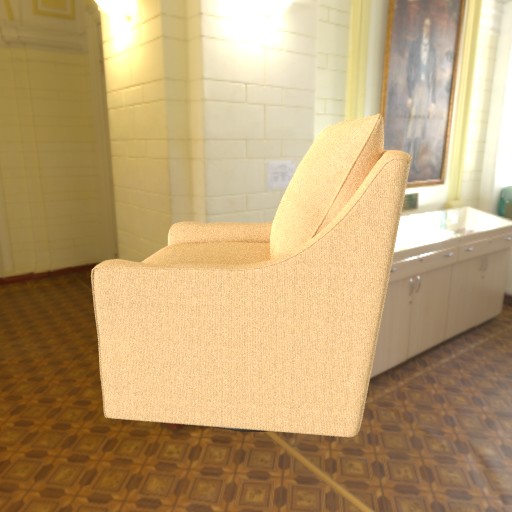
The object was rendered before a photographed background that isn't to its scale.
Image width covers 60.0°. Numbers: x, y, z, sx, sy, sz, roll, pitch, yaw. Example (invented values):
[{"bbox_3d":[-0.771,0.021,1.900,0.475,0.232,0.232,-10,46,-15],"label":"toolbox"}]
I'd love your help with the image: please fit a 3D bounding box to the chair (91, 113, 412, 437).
[{"bbox_3d":[0.000,0.000,1.569,0.876,0.927,0.760,2,14,7],"label":"chair"}]
